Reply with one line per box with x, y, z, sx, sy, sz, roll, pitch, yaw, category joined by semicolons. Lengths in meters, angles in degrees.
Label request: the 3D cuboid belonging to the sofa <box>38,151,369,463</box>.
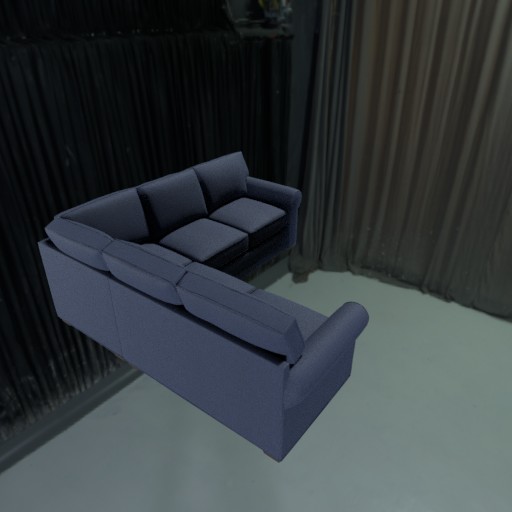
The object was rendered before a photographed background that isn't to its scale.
0.000;0.000;3.939;2.487;1.042;2.562;20;35;32;sofa
